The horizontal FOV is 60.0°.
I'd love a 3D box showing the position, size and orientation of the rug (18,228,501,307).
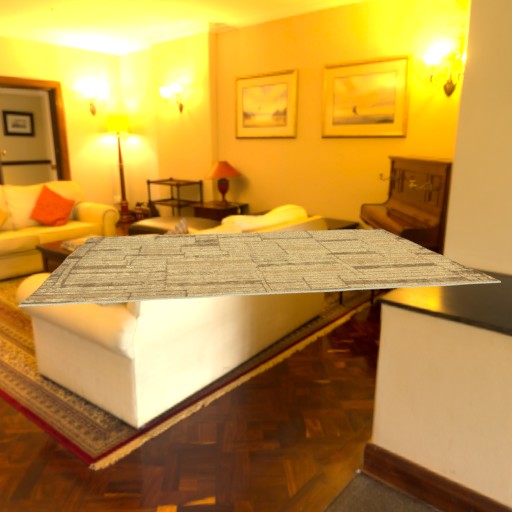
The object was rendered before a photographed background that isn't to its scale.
[{"bbox_3d":[0.000,0.000,2.937,2.444,0.023,1.531,-2,15,-8],"label":"rug"}]
